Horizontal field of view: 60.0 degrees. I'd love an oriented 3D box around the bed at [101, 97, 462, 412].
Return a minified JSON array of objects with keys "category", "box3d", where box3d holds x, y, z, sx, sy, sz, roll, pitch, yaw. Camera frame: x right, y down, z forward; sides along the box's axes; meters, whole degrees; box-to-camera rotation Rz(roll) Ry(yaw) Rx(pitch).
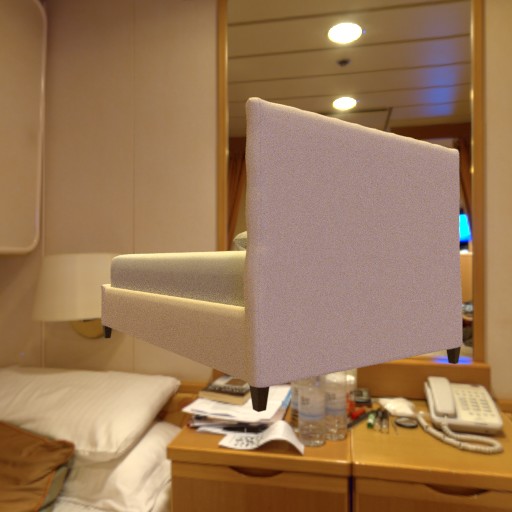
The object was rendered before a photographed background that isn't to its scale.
[{"category":"bed","box3d":[0.000,0.000,3.419,1.698,1.427,2.387,0,-1,-35]}]
